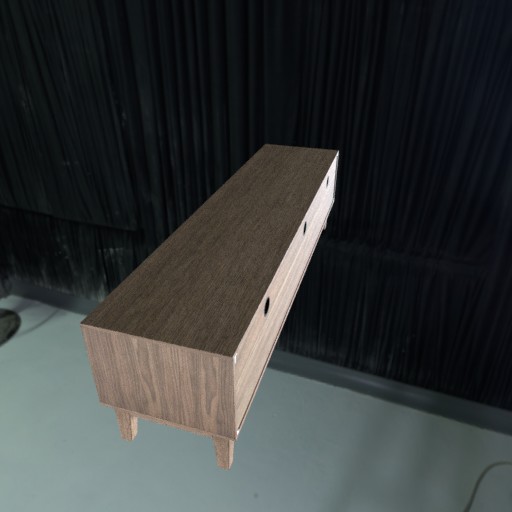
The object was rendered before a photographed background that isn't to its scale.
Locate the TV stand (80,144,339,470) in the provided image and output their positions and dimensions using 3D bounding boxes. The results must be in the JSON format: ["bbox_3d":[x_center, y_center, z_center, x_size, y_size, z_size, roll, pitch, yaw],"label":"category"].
[{"bbox_3d":[0.000,0.000,1.661,0.366,0.409,1.482,9,31,15],"label":"TV stand"}]
